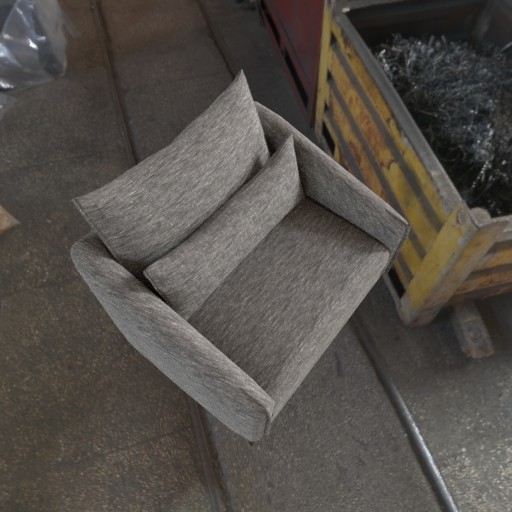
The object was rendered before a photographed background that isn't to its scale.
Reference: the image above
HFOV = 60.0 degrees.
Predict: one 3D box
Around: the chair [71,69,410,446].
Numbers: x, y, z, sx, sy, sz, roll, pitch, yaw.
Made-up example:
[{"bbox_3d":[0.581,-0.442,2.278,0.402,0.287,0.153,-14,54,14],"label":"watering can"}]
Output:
[{"bbox_3d":[0.000,0.000,1.654,0.805,0.842,1.004,34,64,19],"label":"chair"}]
